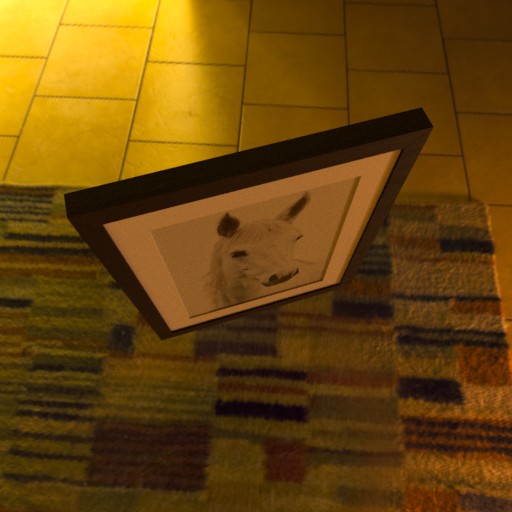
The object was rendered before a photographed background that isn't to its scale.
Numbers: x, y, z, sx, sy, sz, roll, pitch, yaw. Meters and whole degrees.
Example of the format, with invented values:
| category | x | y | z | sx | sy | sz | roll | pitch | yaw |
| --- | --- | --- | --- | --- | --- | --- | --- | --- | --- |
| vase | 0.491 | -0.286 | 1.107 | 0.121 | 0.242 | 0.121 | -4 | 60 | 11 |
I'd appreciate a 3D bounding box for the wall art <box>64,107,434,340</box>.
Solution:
| category | x | y | z | sx | sy | sz | roll | pitch | yaw |
| --- | --- | --- | --- | --- | --- | --- | --- | --- | --- |
| wall art | 0.000 | 0.000 | 0.784 | 0.455 | 0.552 | 0.034 | -15 | 66 | -7 |
